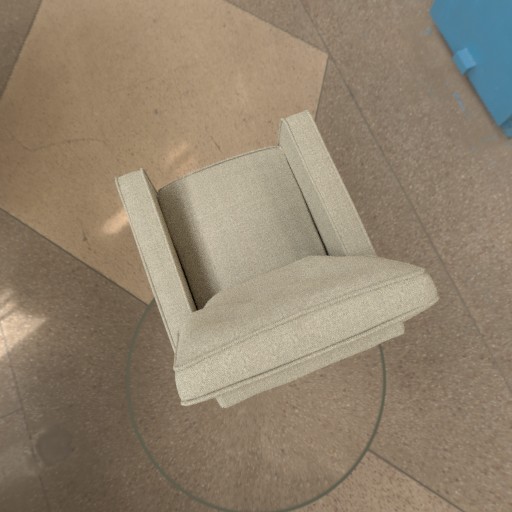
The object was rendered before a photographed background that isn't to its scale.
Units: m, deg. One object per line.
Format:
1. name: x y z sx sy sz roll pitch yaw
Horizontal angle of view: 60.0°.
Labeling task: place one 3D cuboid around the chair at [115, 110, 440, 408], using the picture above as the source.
1. chair: 0.000 0.000 1.389 0.648 0.888 0.754 -21 76 -5
